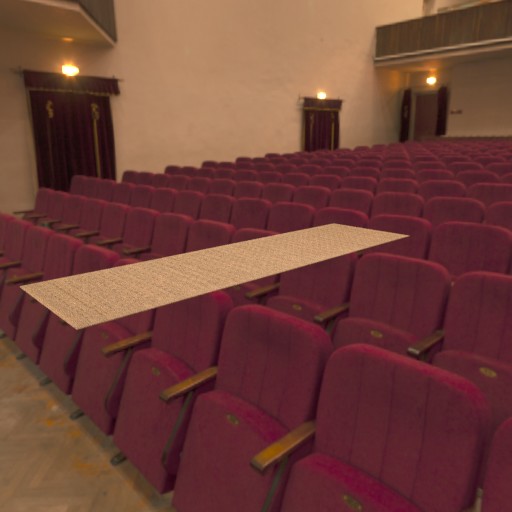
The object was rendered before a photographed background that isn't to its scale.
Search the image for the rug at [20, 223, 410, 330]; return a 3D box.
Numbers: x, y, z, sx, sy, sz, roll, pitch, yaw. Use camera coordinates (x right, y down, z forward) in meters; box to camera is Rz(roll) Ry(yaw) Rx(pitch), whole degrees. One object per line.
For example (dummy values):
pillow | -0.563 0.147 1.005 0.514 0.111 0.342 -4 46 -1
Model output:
rug | 0.000 0.000 2.671 2.437 0.005 0.688 -13 19 -41
